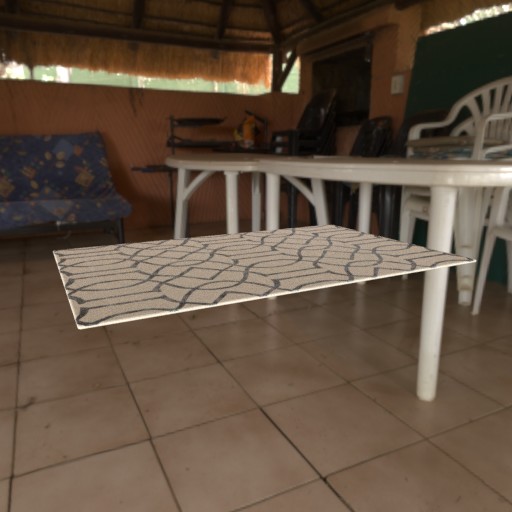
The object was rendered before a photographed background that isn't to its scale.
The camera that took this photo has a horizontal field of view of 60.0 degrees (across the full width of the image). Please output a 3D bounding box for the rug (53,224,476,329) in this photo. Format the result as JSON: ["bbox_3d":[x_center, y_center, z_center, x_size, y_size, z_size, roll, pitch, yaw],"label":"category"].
[{"bbox_3d":[0.000,0.000,2.929,2.365,0.017,1.521,-7,15,-27],"label":"rug"}]
